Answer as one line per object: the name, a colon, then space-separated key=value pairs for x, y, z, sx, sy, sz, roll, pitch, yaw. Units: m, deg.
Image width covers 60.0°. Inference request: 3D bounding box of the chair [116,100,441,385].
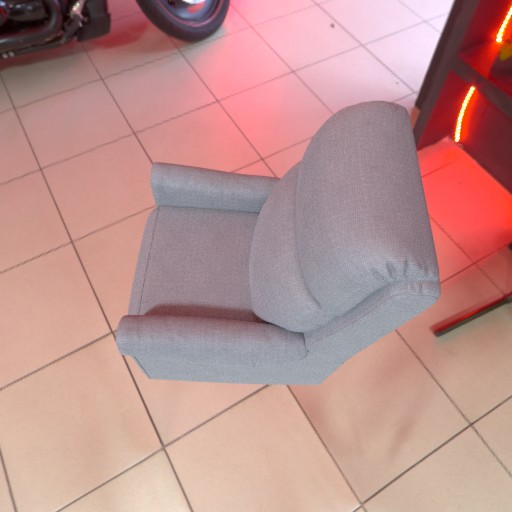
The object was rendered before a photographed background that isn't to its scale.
chair: x=0.000 y=0.000 z=1.732 sx=1.014 sy=1.054 sz=0.838 roll=2 pitch=59 yaw=1
